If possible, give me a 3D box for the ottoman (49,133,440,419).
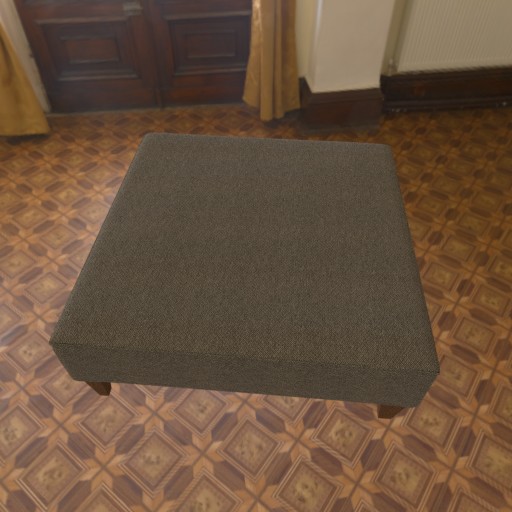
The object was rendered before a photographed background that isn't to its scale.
[{"bbox_3d":[0.000,0.000,1.509,0.970,0.378,0.981,4,47,3],"label":"ottoman"}]
